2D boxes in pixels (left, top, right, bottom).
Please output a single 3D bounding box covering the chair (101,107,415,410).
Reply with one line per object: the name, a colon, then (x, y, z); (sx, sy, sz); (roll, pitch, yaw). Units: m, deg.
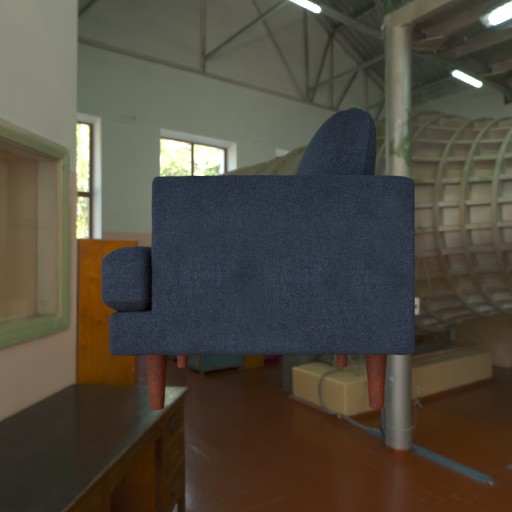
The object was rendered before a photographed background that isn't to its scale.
chair: (0.000, 0.000, 1.656); (0.899, 0.957, 0.858); (0, 0, -1)
